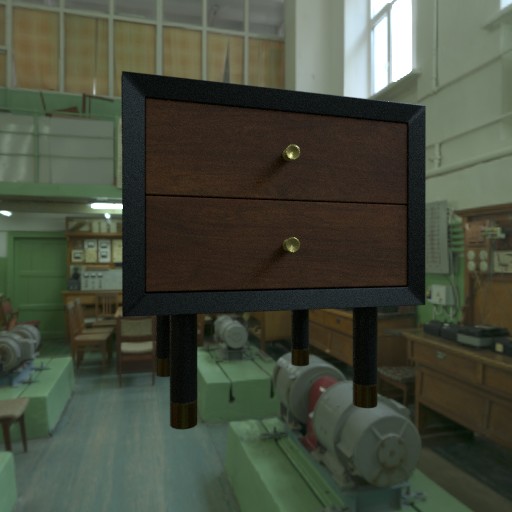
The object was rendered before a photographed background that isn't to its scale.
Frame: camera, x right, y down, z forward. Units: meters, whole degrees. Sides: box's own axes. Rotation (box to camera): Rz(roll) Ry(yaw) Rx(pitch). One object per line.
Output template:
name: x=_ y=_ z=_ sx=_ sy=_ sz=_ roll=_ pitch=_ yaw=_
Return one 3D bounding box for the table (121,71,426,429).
table: x=0.000 y=0.000 z=0.973 sx=0.564 sy=0.584 sz=0.441 roll=0 pitch=0 yaw=-17
